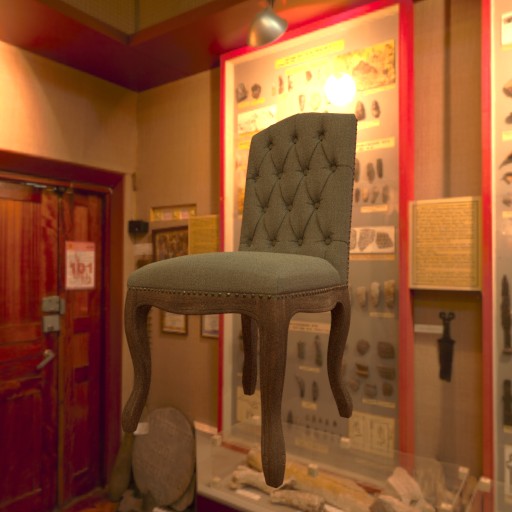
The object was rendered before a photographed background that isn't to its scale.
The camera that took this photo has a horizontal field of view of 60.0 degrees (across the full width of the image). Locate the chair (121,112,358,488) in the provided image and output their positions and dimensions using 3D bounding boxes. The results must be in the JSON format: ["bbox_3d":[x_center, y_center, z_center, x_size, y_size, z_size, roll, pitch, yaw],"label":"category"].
[{"bbox_3d":[0.000,0.000,1.585,0.637,1.191,0.731,0,-1,37],"label":"chair"}]
